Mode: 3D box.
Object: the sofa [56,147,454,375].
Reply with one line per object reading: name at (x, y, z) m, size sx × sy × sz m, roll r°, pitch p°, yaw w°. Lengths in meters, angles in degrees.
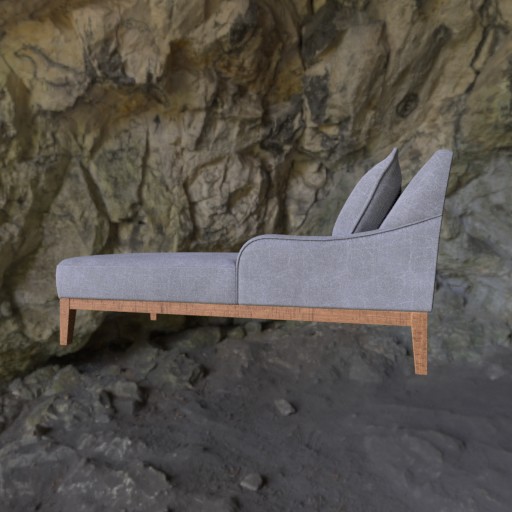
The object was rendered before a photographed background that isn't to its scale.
sofa at (0.000, 0.000, 2.281) m, size 1.779 × 0.859 × 0.894 m, roll 0°, pitch 1°, yaw 18°
